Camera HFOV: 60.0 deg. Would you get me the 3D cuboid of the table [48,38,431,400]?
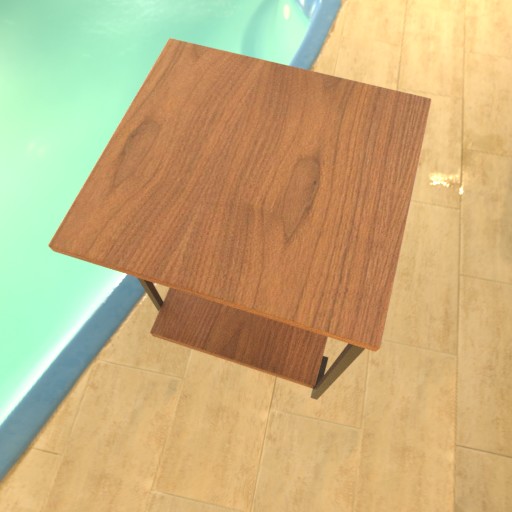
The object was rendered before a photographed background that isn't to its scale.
[{"bbox_3d":[0.000,0.000,0.848,0.411,0.567,0.384,16,66,8],"label":"table"}]
